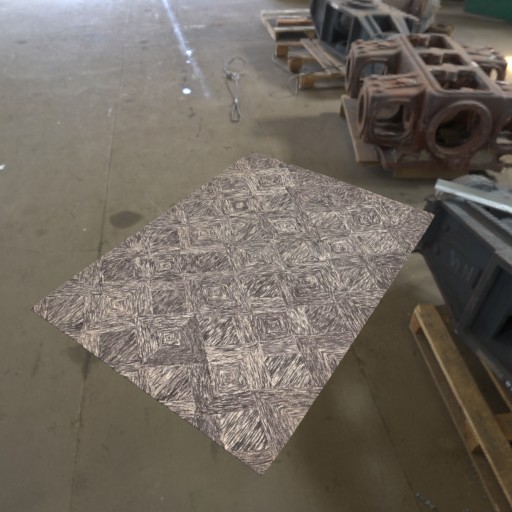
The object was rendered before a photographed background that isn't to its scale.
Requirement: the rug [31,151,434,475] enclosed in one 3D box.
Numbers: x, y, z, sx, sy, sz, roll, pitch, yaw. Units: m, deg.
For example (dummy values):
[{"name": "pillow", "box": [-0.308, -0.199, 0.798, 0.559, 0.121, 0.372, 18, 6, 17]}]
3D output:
[{"name": "rug", "box": [0.000, 0.000, 5.286, 2.997, 0.020, 4.093, 25, 48, 25]}]
